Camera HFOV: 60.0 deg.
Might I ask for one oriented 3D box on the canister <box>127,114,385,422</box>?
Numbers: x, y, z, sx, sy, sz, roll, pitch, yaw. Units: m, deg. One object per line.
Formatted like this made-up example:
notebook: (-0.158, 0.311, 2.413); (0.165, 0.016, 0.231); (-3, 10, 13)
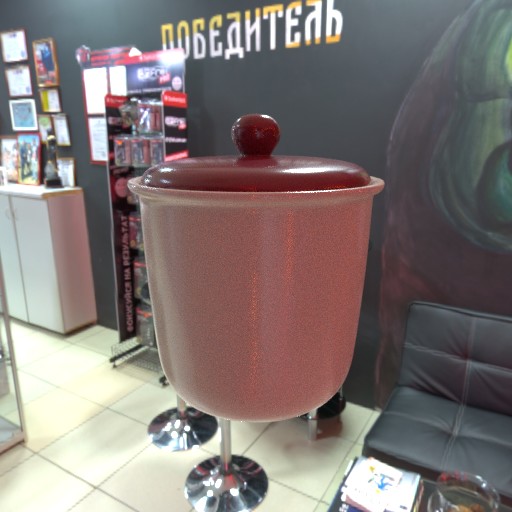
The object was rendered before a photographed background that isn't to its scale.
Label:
canister: (0.000, 0.000, 0.340); (0.182, 0.208, 0.182); (0, 15, 0)
